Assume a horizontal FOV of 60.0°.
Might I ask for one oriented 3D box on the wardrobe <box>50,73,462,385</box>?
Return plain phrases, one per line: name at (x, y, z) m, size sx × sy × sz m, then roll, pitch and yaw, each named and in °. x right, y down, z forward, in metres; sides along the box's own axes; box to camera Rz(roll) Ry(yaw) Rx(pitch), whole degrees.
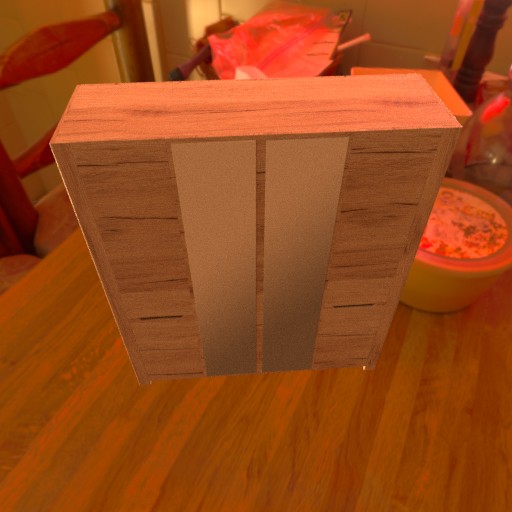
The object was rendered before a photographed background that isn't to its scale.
wardrobe at (0.000, 0.000, 2.868) m, size 1.810 × 2.070 × 0.580 m, roll -3°, pitch 45°, yaw -3°
